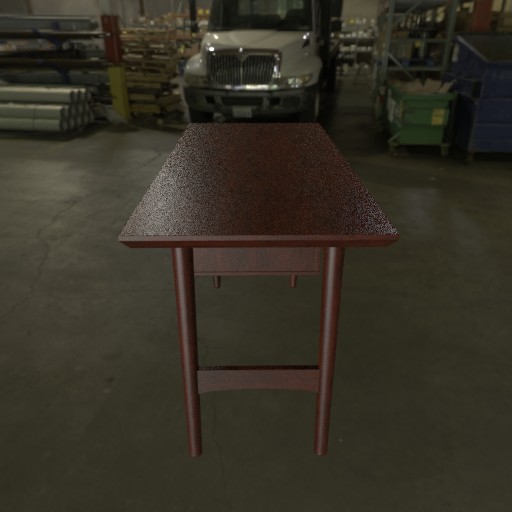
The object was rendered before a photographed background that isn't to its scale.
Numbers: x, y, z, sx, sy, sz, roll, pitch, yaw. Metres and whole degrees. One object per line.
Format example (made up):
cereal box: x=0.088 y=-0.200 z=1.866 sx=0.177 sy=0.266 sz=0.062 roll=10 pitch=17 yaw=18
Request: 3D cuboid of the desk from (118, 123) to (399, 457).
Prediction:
desk: x=0.000 y=0.000 z=1.703 sx=0.612 sy=0.758 sz=1.277 roll=0 pitch=27 yaw=-1
